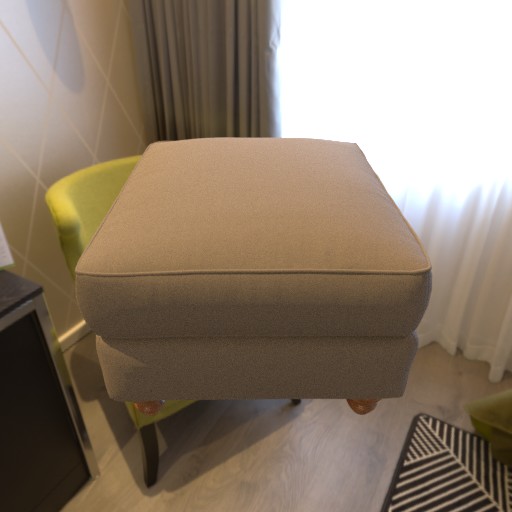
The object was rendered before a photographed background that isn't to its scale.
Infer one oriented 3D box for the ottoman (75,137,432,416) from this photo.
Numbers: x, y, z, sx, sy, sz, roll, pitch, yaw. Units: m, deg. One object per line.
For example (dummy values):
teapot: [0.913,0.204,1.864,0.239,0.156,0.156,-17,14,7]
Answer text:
ottoman: [0.000,0.000,1.138,0.662,0.505,0.721,0,32,0]
